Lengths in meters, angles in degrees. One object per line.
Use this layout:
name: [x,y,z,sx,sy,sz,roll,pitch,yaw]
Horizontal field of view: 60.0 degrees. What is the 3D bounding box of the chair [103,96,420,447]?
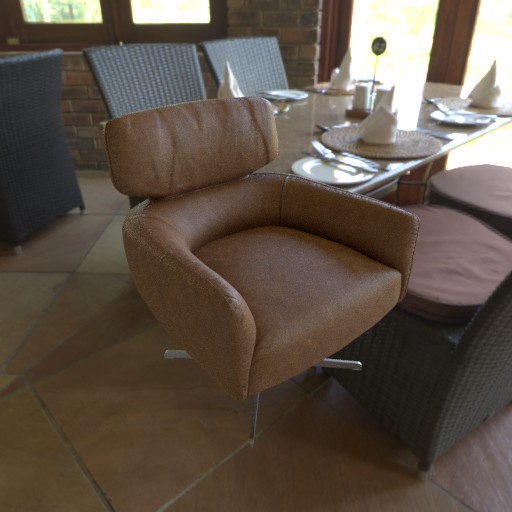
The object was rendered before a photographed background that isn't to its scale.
chair: [0.000,0.000,1.335,0.706,0.812,0.715,-22,36,-34]
